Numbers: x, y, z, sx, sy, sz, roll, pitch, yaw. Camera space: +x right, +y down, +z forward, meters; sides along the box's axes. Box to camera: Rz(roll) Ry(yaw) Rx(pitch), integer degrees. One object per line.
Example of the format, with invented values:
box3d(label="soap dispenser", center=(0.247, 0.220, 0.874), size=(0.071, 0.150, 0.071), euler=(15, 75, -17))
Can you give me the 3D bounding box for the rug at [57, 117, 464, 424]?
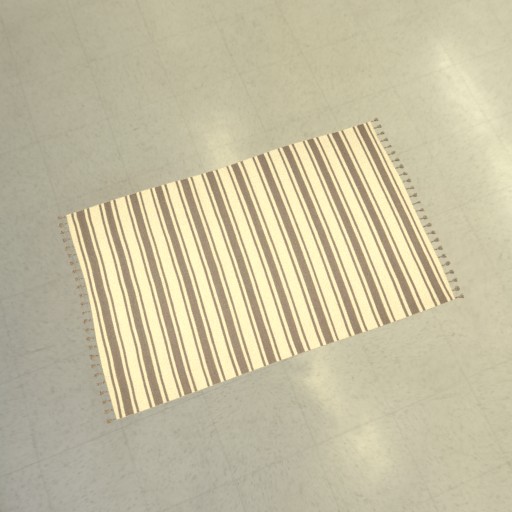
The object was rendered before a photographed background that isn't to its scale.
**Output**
box3d(label="rug", center=(0.000, 0.000, 2.567), size=(2.096, 0.011, 1.229), euler=(-18, 75, -5))
